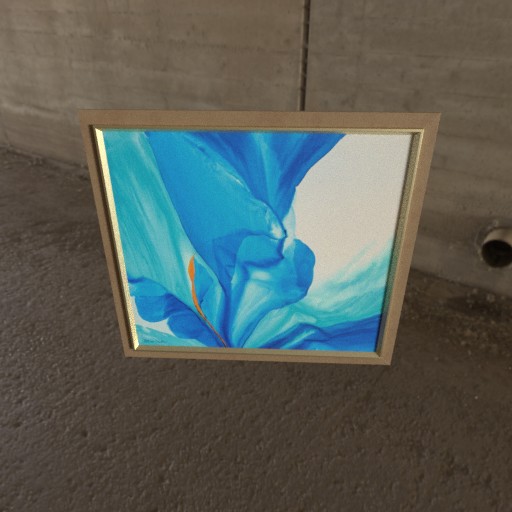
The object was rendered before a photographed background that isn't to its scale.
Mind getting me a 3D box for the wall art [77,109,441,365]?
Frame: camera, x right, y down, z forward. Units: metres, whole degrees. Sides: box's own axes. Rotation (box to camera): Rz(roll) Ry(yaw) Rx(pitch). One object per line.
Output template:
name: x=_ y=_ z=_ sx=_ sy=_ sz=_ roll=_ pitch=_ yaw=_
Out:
wall art: x=0.000 y=0.000 z=1.684 sx=1.168 sy=1.067 sz=0.025 roll=1 pitch=30 yaw=2
